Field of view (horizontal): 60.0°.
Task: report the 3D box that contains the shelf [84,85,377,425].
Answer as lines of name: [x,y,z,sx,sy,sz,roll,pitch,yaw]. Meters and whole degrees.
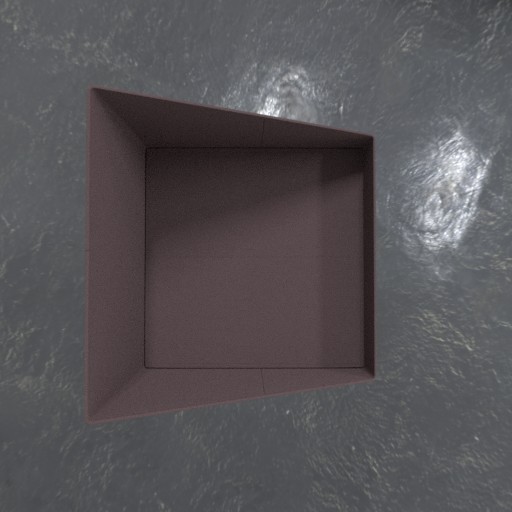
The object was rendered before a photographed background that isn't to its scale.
shelf: [0.000,0.000,0.483,0.292,0.210,0.292,0,89,0]
